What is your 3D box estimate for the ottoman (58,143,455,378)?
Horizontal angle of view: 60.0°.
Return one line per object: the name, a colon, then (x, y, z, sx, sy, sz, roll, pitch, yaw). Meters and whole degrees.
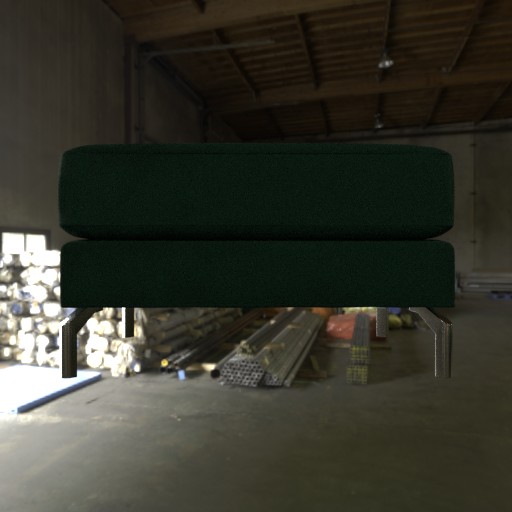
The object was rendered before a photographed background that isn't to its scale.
ottoman: (0.000, 0.000, 1.218, 0.886, 0.533, 0.536, 0, 0, 0)
